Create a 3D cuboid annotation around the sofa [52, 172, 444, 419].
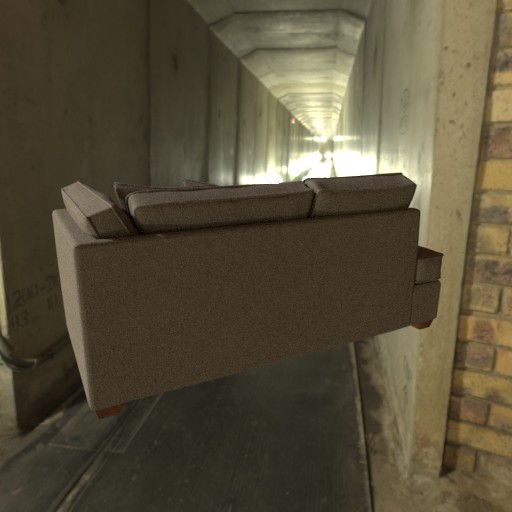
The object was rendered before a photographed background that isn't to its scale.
[{"bbox_3d":[0.000,0.000,2.810,2.237,1.033,1.110,-8,17,-27],"label":"sofa"}]
